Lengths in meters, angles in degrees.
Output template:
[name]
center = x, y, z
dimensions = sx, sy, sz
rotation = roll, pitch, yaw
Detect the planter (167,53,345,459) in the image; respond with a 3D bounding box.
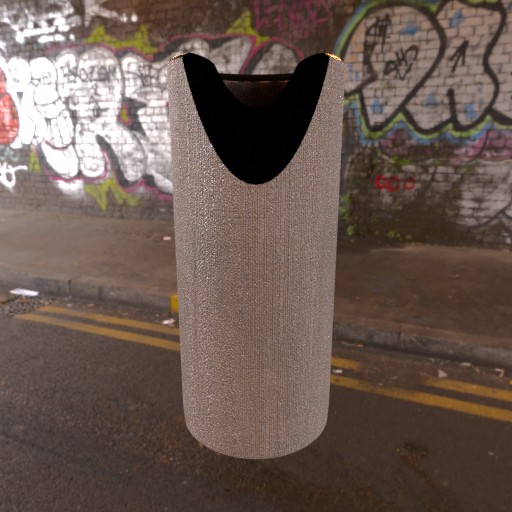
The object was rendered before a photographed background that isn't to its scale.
[planter]
center = 0.000, 0.000, 0.128
dimensions = 0.045, 0.103, 0.045
rotation = -7, 17, -26
